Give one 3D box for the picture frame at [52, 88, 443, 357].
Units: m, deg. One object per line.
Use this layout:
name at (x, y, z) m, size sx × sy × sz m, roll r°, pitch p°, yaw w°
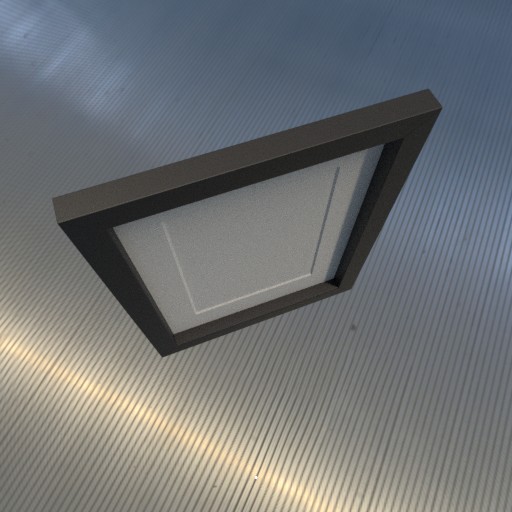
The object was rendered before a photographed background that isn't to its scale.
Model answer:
picture frame at (0.000, 0.000, 0.509) m, size 0.307 × 0.383 × 0.036 m, roll -19°, pitch 65°, yaw -9°
